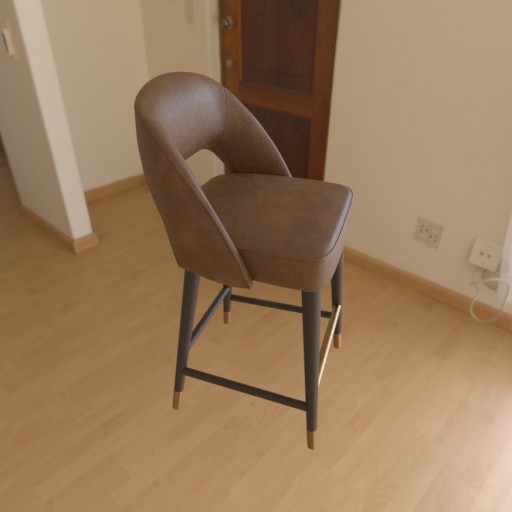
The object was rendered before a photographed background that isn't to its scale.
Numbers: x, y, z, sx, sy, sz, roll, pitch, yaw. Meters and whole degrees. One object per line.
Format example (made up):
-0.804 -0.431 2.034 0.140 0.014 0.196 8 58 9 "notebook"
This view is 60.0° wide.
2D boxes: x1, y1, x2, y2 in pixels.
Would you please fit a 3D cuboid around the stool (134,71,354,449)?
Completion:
0.000 0.000 1.259 0.509 0.940 0.494 10 33 16 "stool"
